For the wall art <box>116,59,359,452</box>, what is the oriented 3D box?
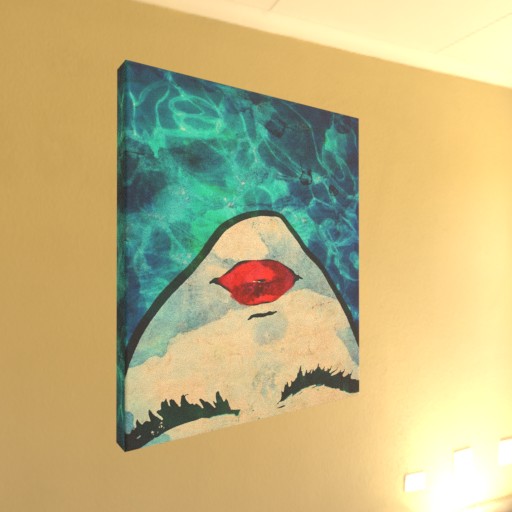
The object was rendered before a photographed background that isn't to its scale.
[{"bbox_3d":[0.000,0.000,0.708,0.432,0.508,0.038,0,-1,-34],"label":"wall art"}]
